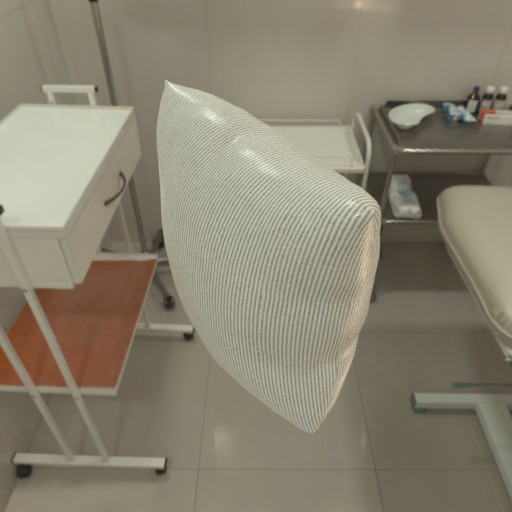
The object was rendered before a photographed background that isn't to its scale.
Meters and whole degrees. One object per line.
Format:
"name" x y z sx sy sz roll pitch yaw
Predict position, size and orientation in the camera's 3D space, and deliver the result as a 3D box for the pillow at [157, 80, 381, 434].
"pillow" 0.000 0.000 0.695 0.310 0.432 0.387 0 40 0
